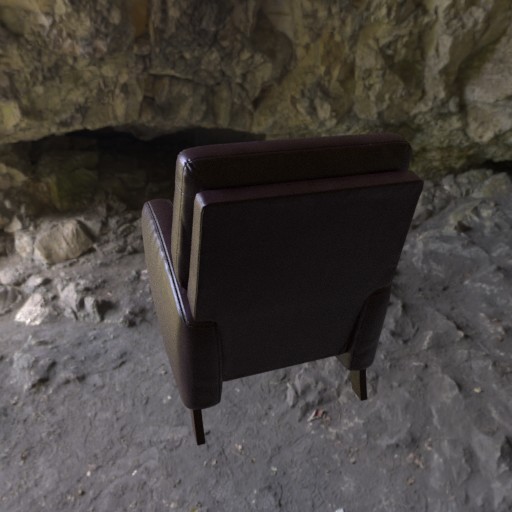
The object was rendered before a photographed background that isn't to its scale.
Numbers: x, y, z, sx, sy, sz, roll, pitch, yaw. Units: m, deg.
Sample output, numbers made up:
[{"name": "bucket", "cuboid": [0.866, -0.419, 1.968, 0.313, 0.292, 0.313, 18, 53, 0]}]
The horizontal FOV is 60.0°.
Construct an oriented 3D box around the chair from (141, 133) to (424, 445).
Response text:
[{"name": "chair", "cuboid": [0.000, 0.000, 1.657, 0.762, 0.990, 0.990, -9, 27, -17]}]
